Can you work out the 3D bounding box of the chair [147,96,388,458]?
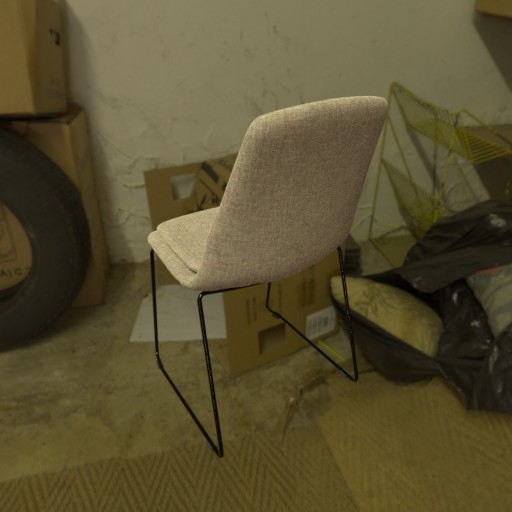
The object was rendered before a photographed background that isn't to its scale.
[{"bbox_3d":[0.000,0.000,1.149,0.479,0.858,0.518,-18,35,-28],"label":"chair"}]
